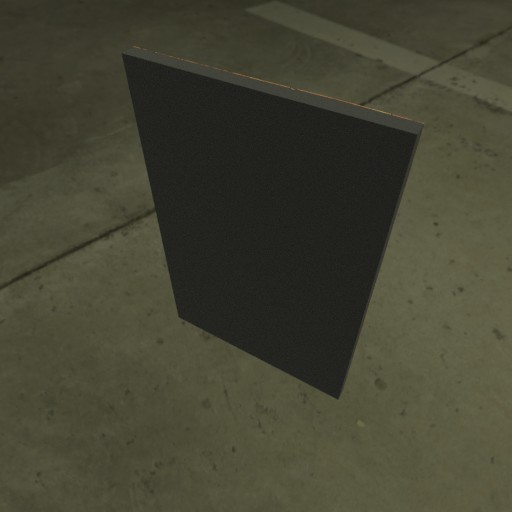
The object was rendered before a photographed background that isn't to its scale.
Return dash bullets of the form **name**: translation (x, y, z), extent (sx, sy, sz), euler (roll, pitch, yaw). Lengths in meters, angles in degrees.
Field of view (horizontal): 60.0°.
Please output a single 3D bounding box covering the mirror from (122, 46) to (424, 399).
- **mirror**: translation (0.000, 0.000, 1.137), extent (0.606, 0.912, 0.044), euler (23, 51, 20)
